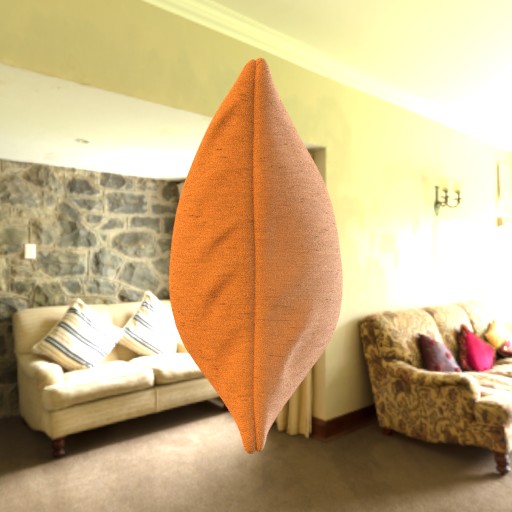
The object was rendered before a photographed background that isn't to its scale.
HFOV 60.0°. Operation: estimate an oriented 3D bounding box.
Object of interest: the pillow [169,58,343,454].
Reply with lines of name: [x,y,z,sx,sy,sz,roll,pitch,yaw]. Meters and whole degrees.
pillow: [0.000,0.000,0.667,0.246,0.415,0.432,0,0,0]
